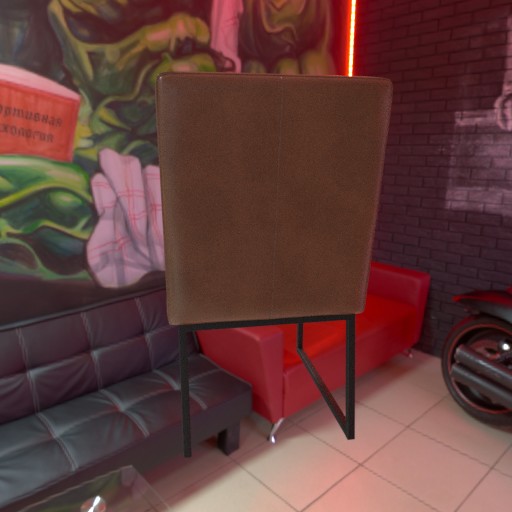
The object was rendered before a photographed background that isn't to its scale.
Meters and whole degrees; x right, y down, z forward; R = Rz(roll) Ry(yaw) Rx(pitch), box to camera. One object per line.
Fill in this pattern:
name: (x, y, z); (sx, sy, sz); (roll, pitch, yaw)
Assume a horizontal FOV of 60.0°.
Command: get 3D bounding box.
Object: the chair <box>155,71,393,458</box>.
chair: (0.000, 0.000, 1.312); (0.520, 0.930, 0.634); (-2, 14, -9)
